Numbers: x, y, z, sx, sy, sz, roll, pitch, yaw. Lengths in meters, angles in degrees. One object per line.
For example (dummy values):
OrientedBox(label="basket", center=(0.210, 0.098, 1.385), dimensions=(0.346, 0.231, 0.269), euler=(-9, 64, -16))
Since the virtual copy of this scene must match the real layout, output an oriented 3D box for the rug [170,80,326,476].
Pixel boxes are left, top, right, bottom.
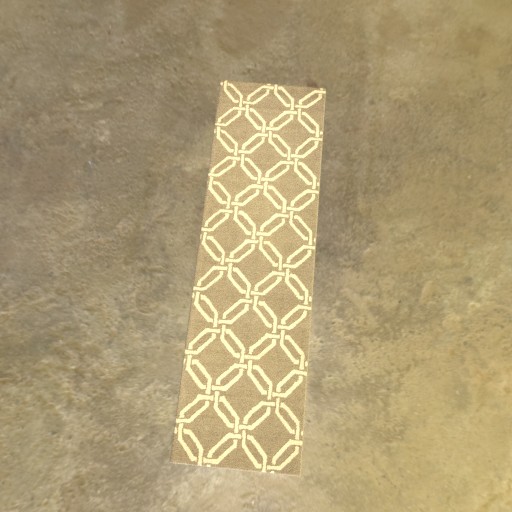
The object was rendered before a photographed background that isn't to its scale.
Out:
OrientedBox(label="rug", center=(0.000, 0.000, 2.555), dimensions=(0.678, 0.014, 2.276), euler=(5, 76, 1))
